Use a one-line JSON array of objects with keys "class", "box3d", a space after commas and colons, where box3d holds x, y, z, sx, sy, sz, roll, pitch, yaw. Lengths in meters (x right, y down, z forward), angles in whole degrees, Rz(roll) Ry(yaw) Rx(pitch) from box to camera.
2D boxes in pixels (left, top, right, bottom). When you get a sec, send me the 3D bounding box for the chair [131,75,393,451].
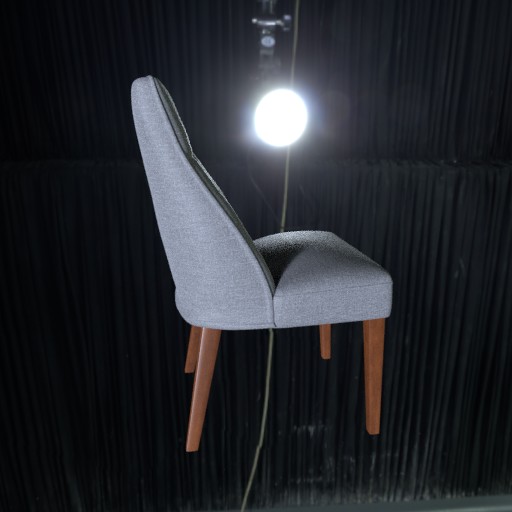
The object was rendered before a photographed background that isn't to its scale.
[{"class": "chair", "box3d": [0.000, 0.000, 1.268, 0.620, 0.930, 0.500, -3, 16, -9]}]
